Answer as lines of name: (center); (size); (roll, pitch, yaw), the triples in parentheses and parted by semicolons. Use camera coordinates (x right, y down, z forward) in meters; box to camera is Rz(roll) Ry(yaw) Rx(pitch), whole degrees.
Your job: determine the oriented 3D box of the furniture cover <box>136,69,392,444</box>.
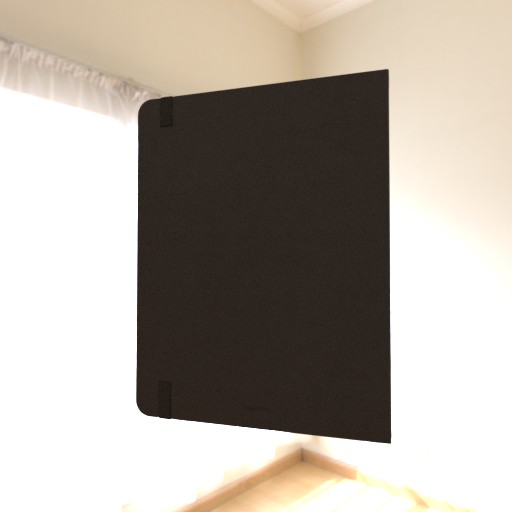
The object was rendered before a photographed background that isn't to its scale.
furniture cover: (0.000, 0.000, 0.372); (0.216, 0.281, 0.023); (0, -2, 17)
